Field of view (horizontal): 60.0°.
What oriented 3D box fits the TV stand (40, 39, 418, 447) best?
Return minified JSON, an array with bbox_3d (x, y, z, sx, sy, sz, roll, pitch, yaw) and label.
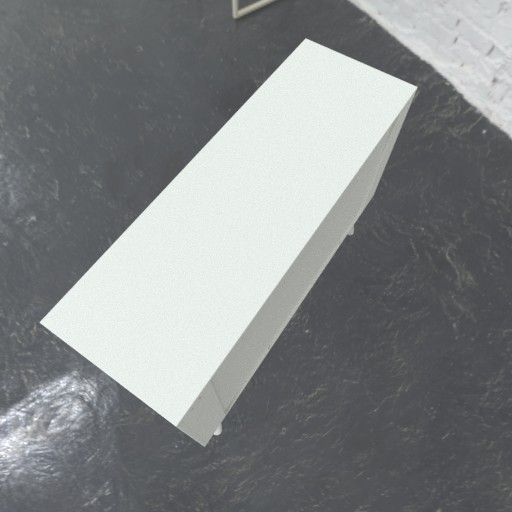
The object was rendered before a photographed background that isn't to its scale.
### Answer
[{"bbox_3d":[0.000,0.000,1.563,0.406,0.812,1.193,31,67,15],"label":"TV stand"}]
